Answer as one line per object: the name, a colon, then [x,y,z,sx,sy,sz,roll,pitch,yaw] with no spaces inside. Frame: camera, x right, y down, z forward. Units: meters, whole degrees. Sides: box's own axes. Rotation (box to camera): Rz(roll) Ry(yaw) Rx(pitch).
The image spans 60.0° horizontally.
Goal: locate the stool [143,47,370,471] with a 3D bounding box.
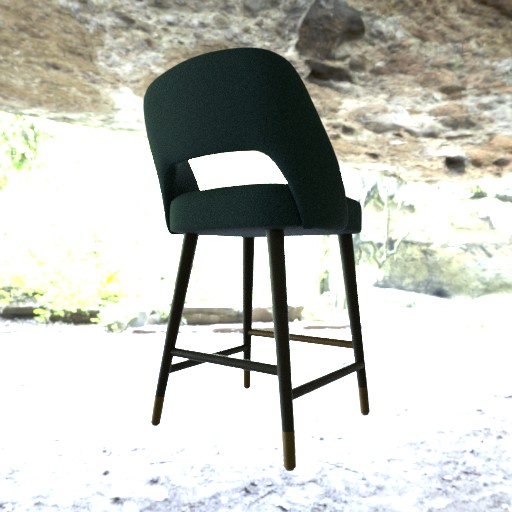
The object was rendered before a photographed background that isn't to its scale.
stool: [0.000,0.000,1.239,0.536,0.939,0.522,0,0,36]
